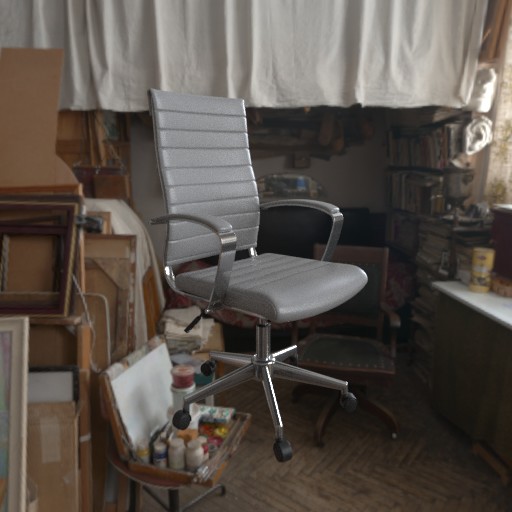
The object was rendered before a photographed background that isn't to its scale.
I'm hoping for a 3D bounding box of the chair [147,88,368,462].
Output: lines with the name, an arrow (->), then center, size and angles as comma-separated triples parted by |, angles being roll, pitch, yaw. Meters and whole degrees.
chair -> 0.000, 0.000, 1.593 | 0.667, 1.149, 0.679 | 13, 19, 43
